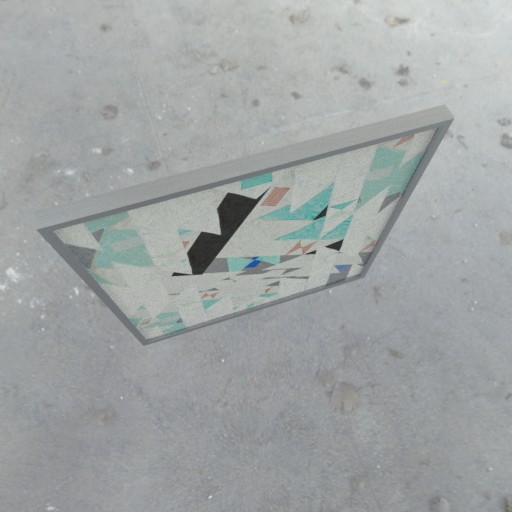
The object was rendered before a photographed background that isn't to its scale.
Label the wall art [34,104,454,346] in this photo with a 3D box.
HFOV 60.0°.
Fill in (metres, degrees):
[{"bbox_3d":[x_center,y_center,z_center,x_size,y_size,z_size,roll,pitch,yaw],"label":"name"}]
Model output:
[{"bbox_3d":[0.000,0.000,1.187,0.806,0.806,0.038,-16,66,-8],"label":"wall art"}]
